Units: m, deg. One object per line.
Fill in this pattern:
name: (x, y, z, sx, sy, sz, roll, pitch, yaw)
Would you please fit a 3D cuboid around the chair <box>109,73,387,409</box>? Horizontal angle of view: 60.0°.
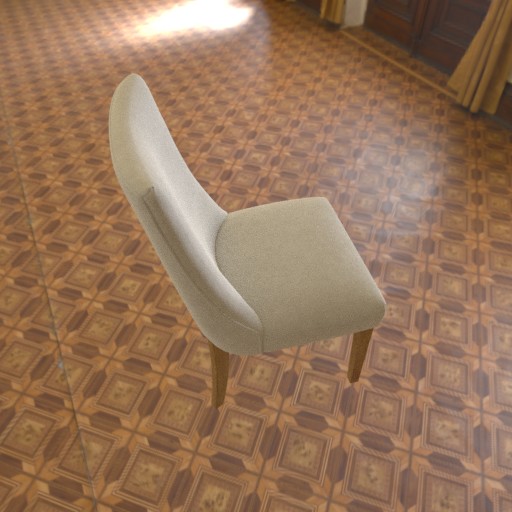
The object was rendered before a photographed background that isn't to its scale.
chair: (0.000, 0.000, 1.245, 0.610, 0.902, 0.495, -10, 47, -10)
